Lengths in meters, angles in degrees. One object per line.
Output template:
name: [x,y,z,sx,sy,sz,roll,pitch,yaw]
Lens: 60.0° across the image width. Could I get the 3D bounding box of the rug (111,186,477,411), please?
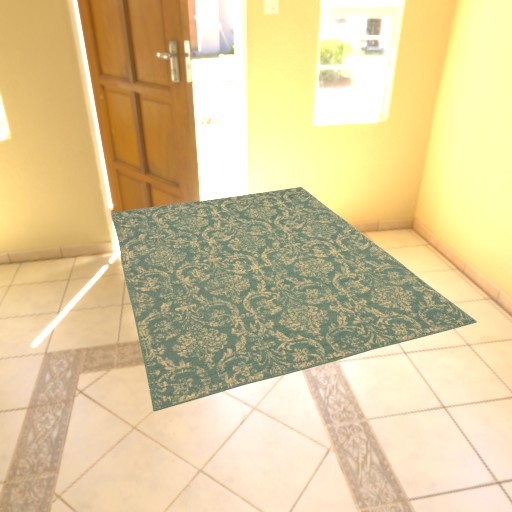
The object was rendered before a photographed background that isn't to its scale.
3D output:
rug: [0.000,0.000,4.112,2.363,0.012,2.980,-10,31,-18]
